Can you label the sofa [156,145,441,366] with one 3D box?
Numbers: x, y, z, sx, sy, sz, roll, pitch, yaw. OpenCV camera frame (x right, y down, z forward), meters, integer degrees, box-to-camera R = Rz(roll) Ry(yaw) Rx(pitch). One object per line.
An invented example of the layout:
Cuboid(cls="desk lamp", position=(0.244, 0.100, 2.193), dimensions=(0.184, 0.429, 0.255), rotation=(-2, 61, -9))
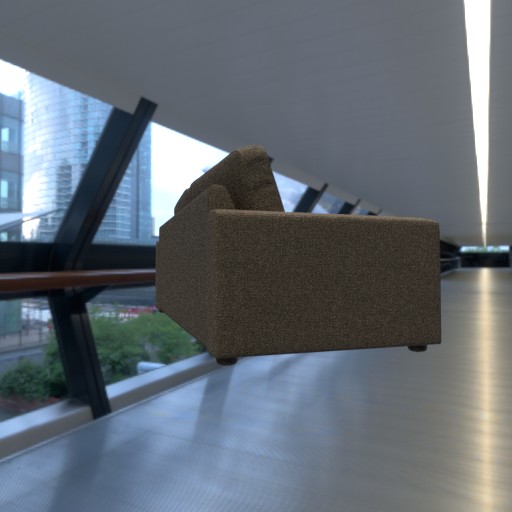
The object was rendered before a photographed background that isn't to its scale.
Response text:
Cuboid(cls="sofa", position=(0.000, 0.000, 2.756), dimensions=(1.016, 0.873, 2.179), rotation=(1, -2, -18))
